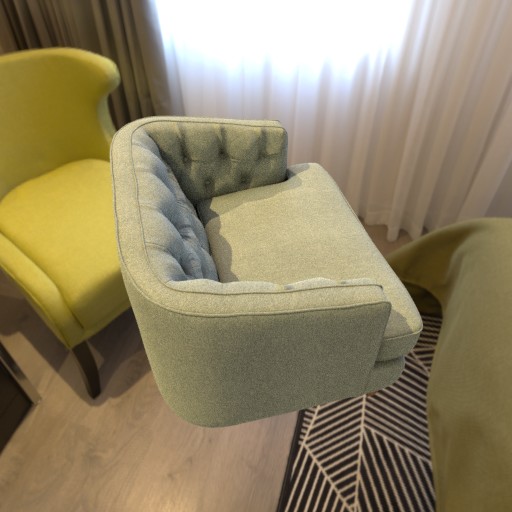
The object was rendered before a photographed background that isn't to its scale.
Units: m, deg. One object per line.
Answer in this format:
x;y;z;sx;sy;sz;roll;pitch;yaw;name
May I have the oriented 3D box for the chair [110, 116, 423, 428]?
0.000;0.000;1.762;0.945;0.852;1.094;-11;47;-10;chair
